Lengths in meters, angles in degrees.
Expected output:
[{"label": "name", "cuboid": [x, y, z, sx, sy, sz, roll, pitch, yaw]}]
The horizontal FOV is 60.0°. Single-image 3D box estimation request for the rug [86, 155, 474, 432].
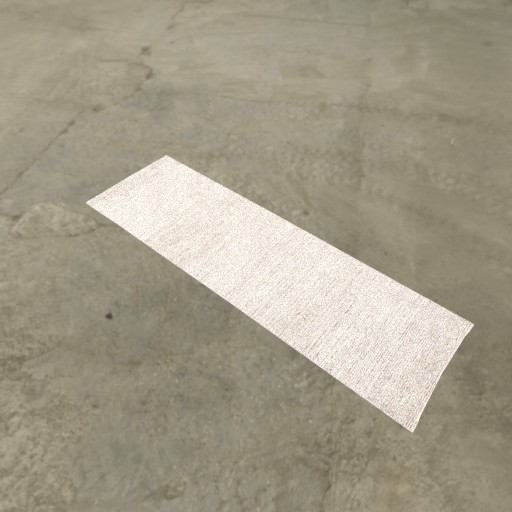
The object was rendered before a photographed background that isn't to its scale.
[{"label": "rug", "cuboid": [0.000, 0.000, 2.590, 2.346, 0.013, 0.712, 32, 55, 26]}]
